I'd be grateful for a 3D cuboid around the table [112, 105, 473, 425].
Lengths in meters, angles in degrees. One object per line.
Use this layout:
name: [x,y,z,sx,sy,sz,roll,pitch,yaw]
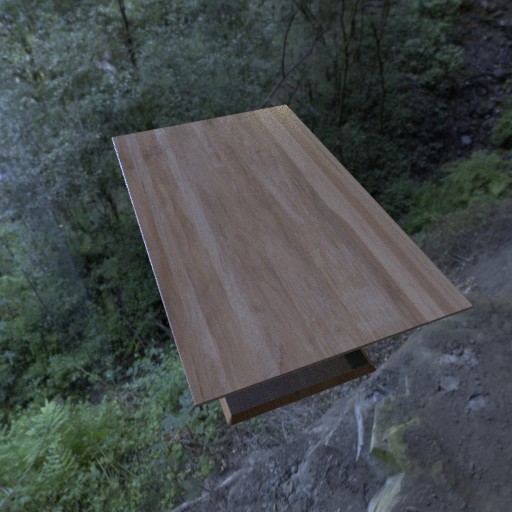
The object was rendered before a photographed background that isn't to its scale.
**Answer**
table: [0.000,0.000,1.491,0.692,0.441,1.100,-16,47,-15]
